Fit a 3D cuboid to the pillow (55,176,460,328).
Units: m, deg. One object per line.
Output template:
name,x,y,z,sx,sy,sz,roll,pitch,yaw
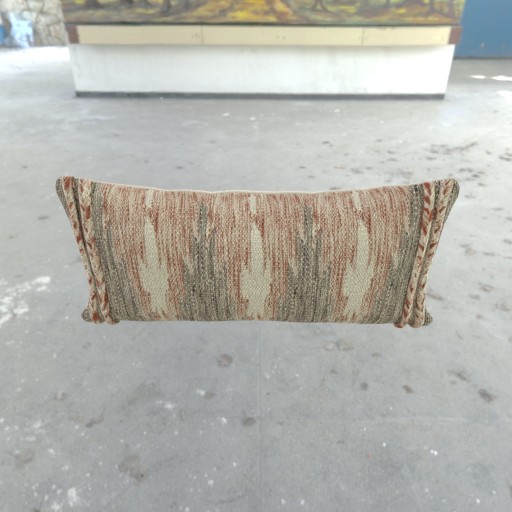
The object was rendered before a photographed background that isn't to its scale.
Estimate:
pillow,0.000,0.000,0.739,0.635,0.282,0.139,1,31,1
